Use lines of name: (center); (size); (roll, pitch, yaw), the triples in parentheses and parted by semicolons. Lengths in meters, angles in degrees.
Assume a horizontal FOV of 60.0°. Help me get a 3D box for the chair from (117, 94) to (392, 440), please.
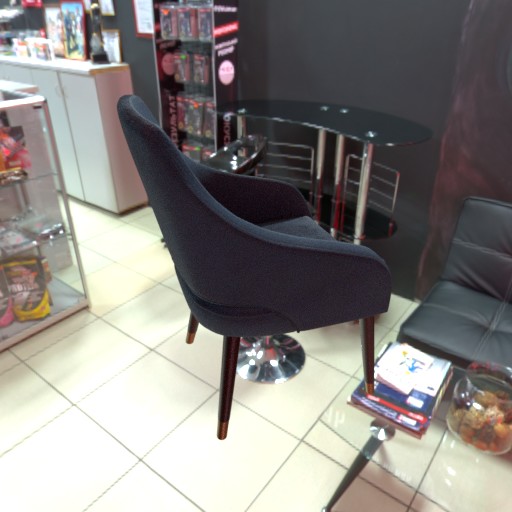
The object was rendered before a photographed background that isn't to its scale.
chair: (0.000, 0.000, 1.572); (0.794, 1.081, 0.683); (-10, 31, -17)
